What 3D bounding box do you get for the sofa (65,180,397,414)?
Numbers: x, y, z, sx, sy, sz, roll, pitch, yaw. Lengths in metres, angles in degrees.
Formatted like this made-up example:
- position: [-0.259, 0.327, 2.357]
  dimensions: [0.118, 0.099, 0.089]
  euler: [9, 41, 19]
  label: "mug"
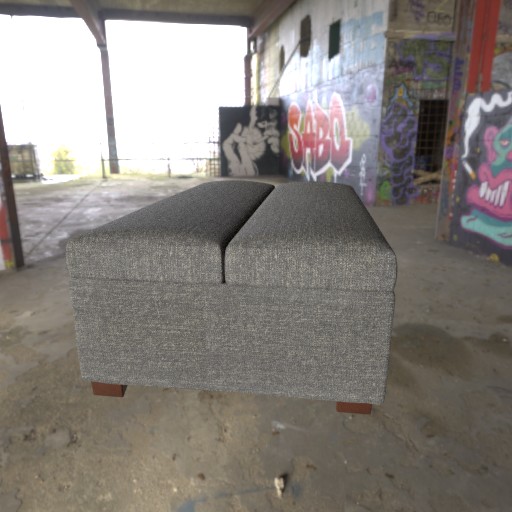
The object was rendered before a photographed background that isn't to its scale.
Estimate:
- position: [0.000, 0.000, 1.567]
  dimensions: [0.782, 0.417, 1.198]
  euler: [2, 15, 8]
  label: "sofa"
